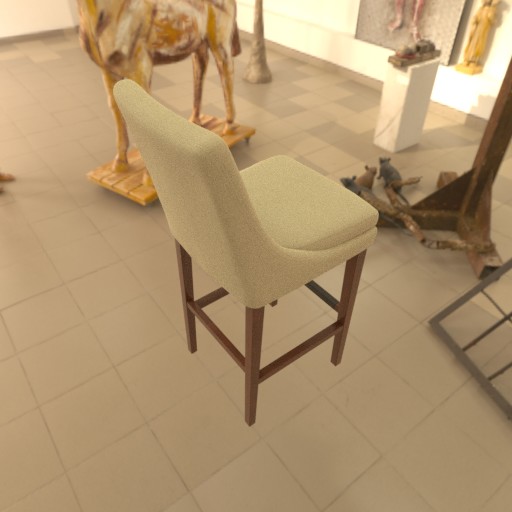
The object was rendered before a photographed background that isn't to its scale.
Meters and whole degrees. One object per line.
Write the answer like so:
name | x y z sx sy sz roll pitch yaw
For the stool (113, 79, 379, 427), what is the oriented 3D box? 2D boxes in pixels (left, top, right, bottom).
stool | 0.000 0.000 1.382 0.577 1.078 0.470 -26 47 -27
